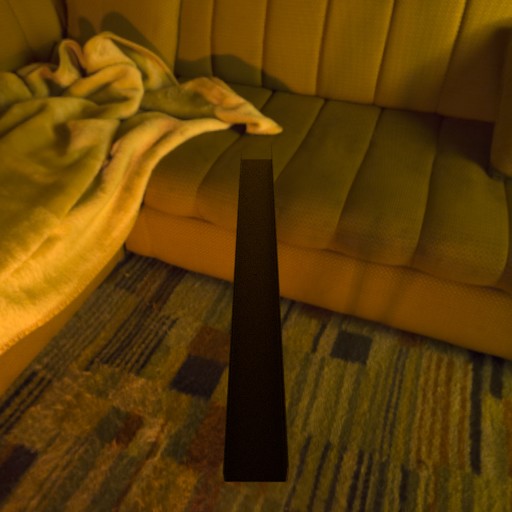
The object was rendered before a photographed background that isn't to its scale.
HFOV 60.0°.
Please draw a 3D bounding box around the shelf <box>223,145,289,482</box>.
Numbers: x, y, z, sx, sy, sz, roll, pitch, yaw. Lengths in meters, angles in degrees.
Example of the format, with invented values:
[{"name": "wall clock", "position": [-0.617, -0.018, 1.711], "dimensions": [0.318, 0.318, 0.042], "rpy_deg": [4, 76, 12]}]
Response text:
[{"name": "shelf", "position": [0.000, 0.000, 0.965], "dimensions": [0.092, 0.049, 0.924], "rpy_deg": [0, 42, 0]}]
